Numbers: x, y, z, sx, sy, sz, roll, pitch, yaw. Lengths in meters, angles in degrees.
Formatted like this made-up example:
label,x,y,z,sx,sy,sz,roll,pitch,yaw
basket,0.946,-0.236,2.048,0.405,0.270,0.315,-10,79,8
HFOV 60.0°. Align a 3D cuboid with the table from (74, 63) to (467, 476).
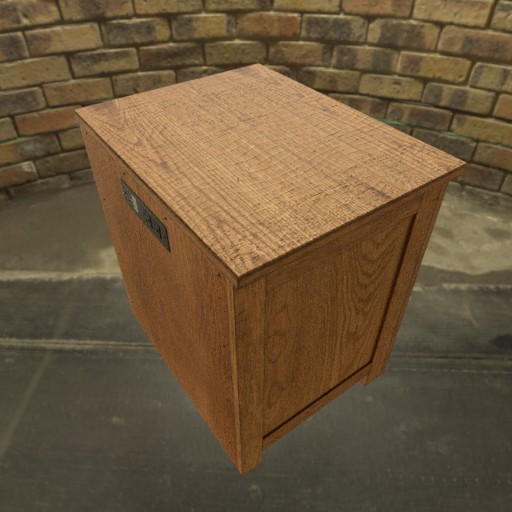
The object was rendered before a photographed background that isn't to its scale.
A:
label,x,y,z,sx,sy,sz,roll,pitch,yaw
table,0.000,0.000,1.041,0.494,0.625,0.601,-26,48,-26
